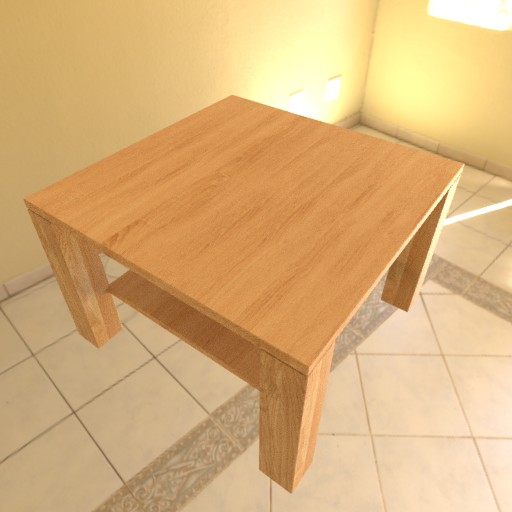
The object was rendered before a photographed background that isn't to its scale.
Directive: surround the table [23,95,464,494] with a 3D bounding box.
[{"bbox_3d":[0.000,0.000,1.132,0.700,0.450,0.700,26,48,26],"label":"table"}]
